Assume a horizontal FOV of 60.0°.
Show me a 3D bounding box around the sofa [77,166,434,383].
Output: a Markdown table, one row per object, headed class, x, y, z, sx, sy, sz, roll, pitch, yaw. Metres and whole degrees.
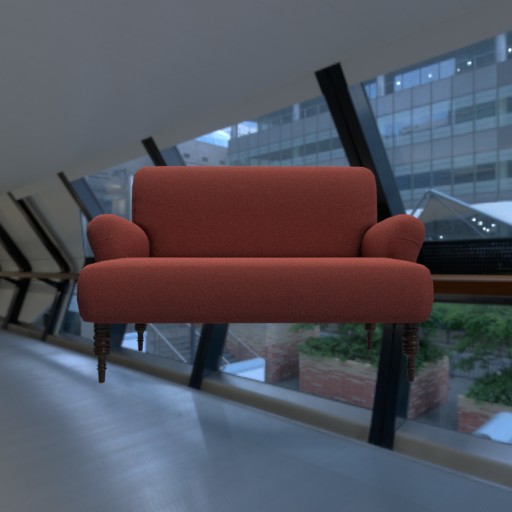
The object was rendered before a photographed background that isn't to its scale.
| class | x | y | z | sx | sy | sz | roll | pitch | yaw |
| --- | --- | --- | --- | --- | --- | --- | --- | --- | --- |
| sofa | 0.000 | 0.000 | 1.852 | 1.297 | 0.889 | 0.779 | 0 | -1 | -1 |
